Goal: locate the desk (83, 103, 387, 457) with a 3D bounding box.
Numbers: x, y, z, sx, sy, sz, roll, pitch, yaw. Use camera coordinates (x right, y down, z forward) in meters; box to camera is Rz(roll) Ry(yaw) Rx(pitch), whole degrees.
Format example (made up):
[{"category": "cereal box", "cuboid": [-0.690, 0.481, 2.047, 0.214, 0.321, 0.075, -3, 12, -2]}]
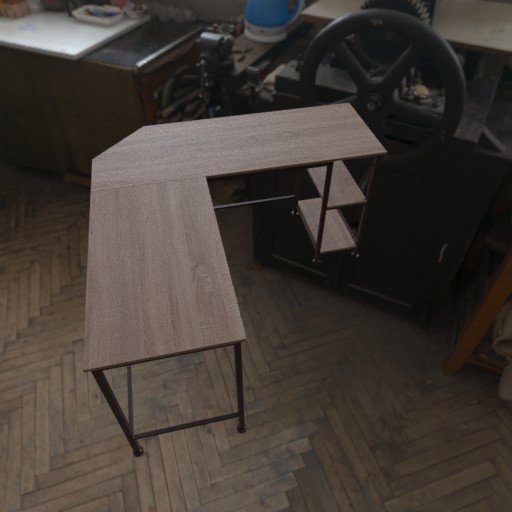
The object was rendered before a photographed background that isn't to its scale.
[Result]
[{"category": "desk", "cuboid": [0.000, 0.000, 2.162, 1.379, 0.739, 1.379, -9, 47, -9]}]
